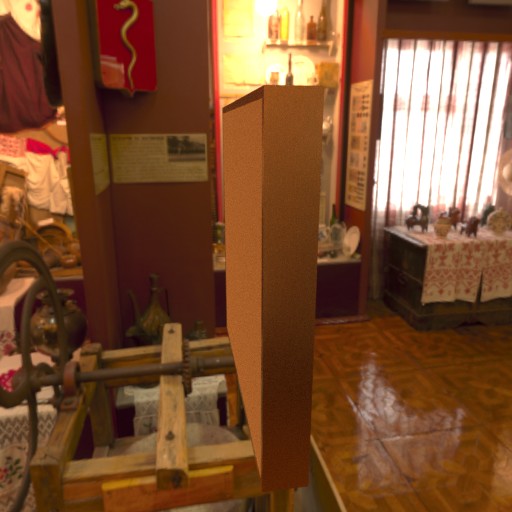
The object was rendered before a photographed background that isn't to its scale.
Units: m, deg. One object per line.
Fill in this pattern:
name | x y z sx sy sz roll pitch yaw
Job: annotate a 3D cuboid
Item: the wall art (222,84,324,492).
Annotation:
wall art | 0.000 0.000 0.459 0.038 0.304 0.304 -2 16 -9
